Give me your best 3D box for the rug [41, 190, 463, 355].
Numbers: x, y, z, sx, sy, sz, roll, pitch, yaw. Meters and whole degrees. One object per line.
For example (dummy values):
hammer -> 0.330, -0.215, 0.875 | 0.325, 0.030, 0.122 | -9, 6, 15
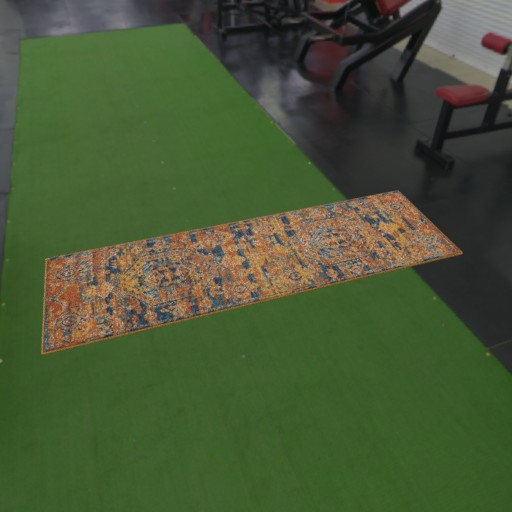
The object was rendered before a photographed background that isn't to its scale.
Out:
rug -> 0.000, 0.000, 2.017 | 1.820, 0.013, 0.556 | -12, 43, -13
